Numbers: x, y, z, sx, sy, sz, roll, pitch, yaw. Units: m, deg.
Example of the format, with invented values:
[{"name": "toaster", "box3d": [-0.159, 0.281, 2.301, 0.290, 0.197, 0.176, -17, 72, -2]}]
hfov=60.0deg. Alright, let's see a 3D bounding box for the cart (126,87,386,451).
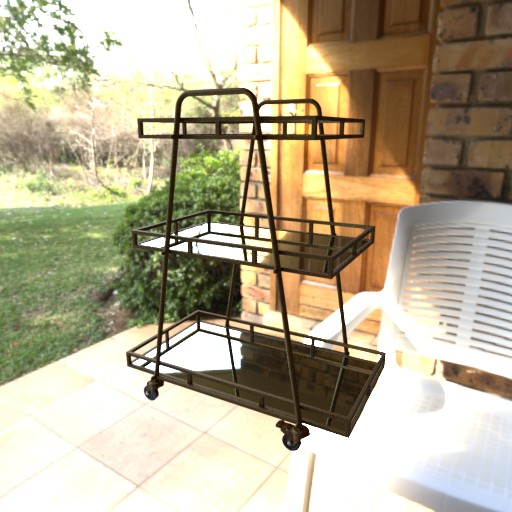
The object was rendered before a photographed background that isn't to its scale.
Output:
[{"name": "cart", "box3d": [0.000, 0.000, 1.288, 0.711, 0.883, 0.441, 8, 18, 27]}]
